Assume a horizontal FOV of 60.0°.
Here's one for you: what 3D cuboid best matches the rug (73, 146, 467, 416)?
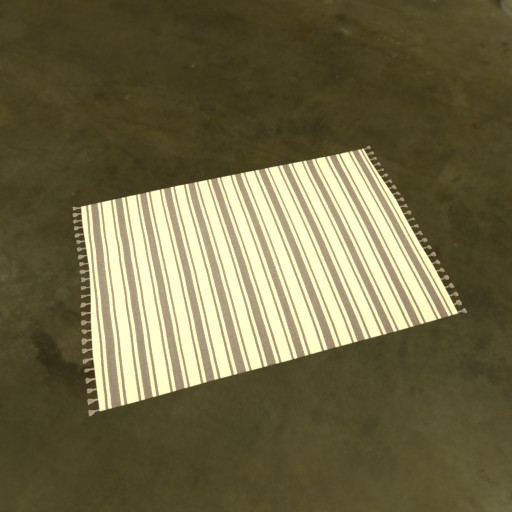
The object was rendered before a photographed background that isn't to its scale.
[{"bbox_3d":[0.000,0.000,3.087,2.425,0.014,1.563,-13,59,-8],"label":"rug"}]
